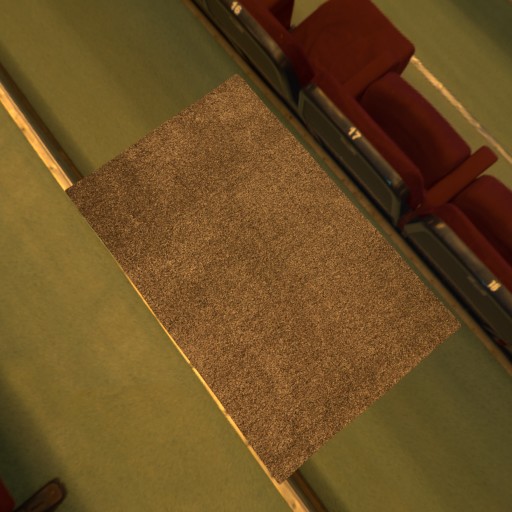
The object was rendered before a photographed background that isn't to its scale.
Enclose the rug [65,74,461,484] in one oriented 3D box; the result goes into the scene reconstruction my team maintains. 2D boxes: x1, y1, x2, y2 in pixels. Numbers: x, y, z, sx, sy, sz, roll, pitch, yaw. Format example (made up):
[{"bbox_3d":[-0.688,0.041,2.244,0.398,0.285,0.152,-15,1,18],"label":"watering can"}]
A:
[{"bbox_3d":[0.000,0.000,2.939,1.501,0.025,2.352,-37,79,-9],"label":"rug"}]
